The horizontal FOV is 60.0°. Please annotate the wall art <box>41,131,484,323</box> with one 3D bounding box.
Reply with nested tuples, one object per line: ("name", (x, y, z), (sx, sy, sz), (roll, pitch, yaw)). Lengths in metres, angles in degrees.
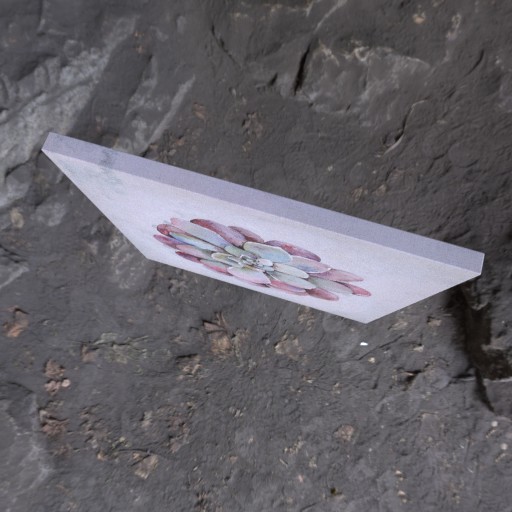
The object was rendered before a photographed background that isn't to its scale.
("wall art", (0.000, 0.000, 1.107), (0.762, 0.762, 0.041), (16, 76, 4))
